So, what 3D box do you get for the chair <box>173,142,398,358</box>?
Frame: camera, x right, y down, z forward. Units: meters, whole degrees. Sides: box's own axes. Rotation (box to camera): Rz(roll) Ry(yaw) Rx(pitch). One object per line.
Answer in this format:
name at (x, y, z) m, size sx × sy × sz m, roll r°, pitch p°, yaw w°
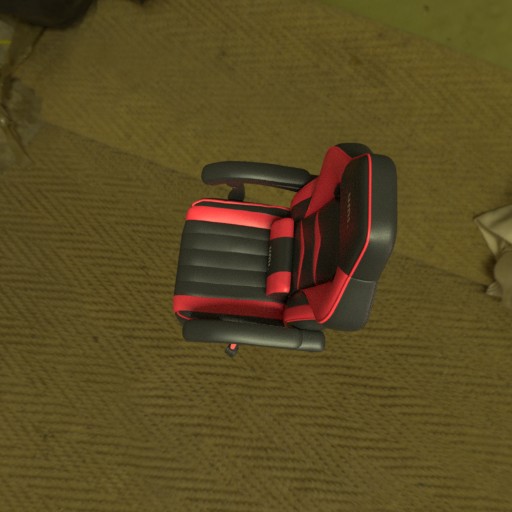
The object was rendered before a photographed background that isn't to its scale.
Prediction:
chair at (0.000, 0.000, 1.642) m, size 0.700 × 1.220 × 0.700 m, roll 4°, pitch 75°, yaw 1°
